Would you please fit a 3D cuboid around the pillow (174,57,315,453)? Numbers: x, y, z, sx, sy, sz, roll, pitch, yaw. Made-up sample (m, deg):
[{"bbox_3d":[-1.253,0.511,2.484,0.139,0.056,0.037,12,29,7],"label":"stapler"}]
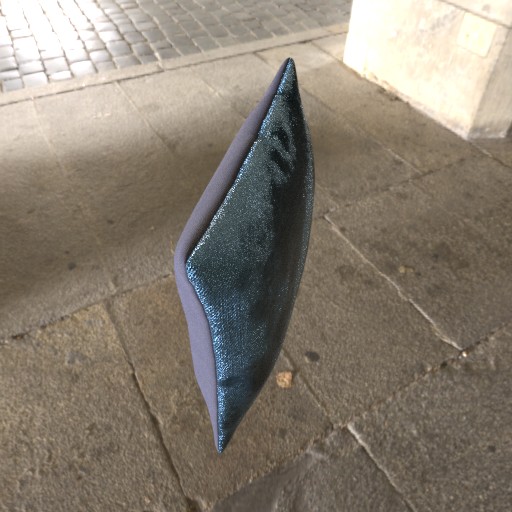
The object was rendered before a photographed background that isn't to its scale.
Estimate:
[{"bbox_3d":[0.000,0.000,0.663,0.138,0.430,0.436,11,48,10],"label":"pillow"}]
